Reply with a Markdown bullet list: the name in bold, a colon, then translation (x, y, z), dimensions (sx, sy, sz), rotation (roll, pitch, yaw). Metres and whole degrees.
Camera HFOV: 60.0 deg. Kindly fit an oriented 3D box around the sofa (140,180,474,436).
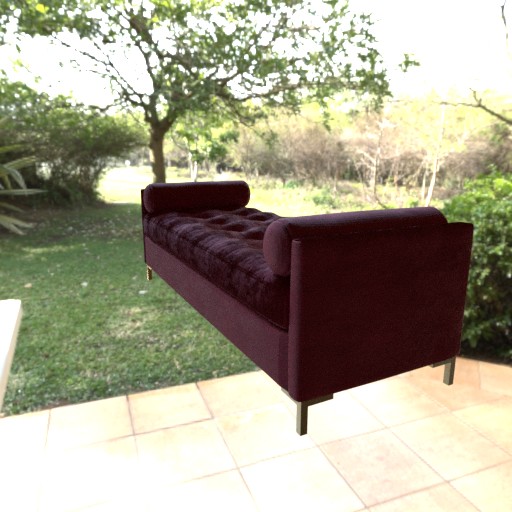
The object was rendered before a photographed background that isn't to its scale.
- **sofa**: translation (0.000, 0.000, 2.436), dimensions (0.796, 0.705, 2.102), rotation (-7, 15, -26)
